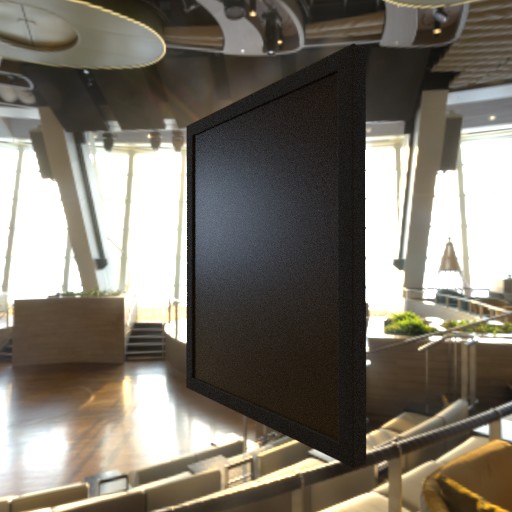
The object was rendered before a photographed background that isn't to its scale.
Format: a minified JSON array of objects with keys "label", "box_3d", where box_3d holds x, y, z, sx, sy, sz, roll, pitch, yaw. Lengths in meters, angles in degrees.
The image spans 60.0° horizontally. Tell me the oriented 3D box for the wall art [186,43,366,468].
[{"label":"wall art","box_3d":[0.000,0.000,0.771,0.028,0.558,0.457,0,0,-37]}]
